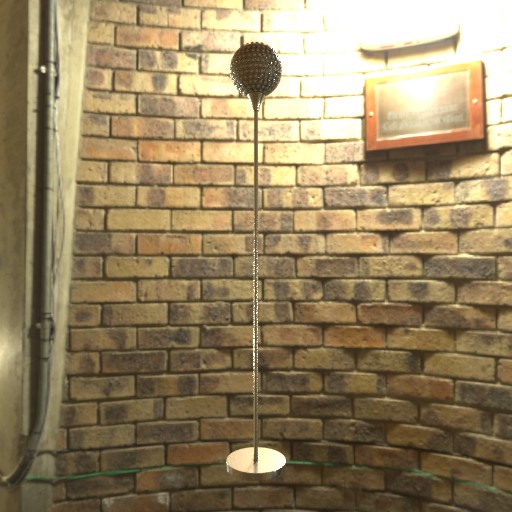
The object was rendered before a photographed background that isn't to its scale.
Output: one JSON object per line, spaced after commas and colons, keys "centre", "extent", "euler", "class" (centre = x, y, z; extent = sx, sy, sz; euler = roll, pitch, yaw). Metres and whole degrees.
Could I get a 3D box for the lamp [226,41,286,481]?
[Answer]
{"centre": [0.000, 0.000, 1.914], "extent": [0.254, 1.805, 0.254], "euler": [0, -1, 0], "class": "lamp"}
